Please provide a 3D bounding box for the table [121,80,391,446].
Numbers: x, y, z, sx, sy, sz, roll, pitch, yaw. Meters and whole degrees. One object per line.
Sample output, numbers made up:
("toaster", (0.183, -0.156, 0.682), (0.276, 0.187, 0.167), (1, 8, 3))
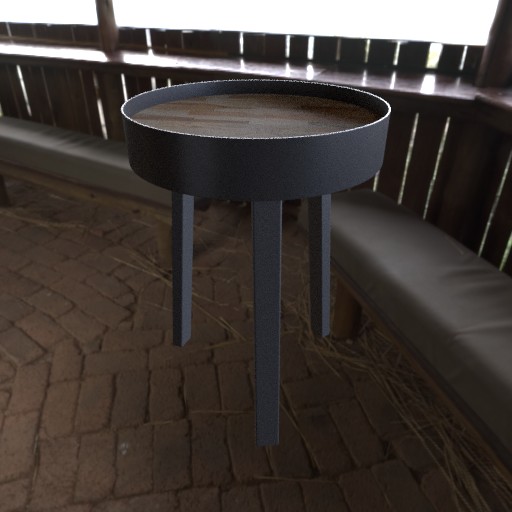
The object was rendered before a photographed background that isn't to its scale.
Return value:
("table", (0.000, 0.000, 0.834), (0.406, 0.559, 0.406), (0, 31, 0))
